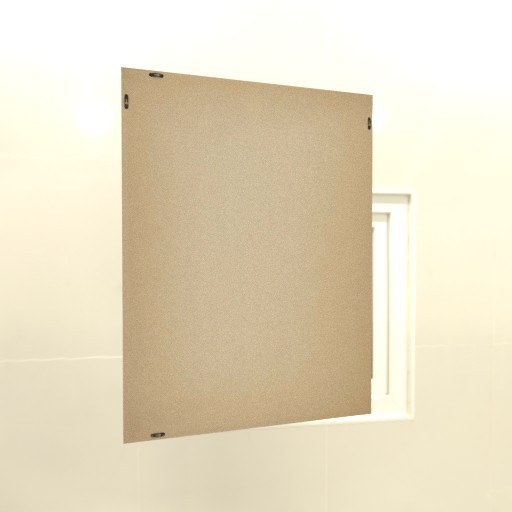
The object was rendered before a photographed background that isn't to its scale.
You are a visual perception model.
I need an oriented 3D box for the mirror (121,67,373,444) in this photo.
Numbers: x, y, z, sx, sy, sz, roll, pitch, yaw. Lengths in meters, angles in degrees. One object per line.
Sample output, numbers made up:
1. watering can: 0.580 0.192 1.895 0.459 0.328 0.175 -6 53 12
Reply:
1. mirror: 0.000 0.000 1.318 0.762 1.016 0.041 0 1 -17
